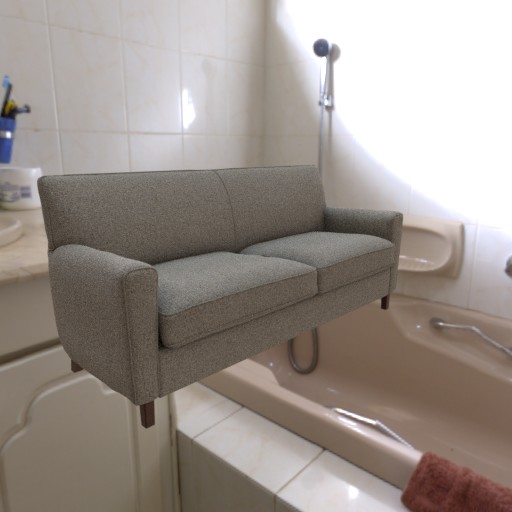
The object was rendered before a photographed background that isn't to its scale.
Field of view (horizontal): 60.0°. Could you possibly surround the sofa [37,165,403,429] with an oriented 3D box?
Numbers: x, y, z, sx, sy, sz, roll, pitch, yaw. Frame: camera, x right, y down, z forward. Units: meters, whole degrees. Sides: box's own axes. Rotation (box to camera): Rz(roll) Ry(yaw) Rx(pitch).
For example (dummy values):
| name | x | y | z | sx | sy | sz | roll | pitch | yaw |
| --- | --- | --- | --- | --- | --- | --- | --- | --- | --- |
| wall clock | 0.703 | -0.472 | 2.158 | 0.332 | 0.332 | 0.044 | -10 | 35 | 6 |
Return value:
| name | x | y | z | sx | sy | sz | roll | pitch | yaw |
| --- | --- | --- | --- | --- | --- | --- | --- | --- | --- |
| sofa | 0.000 | 0.000 | 2.490 | 0.854 | 0.942 | 2.026 | 13 | 19 | 43 |
